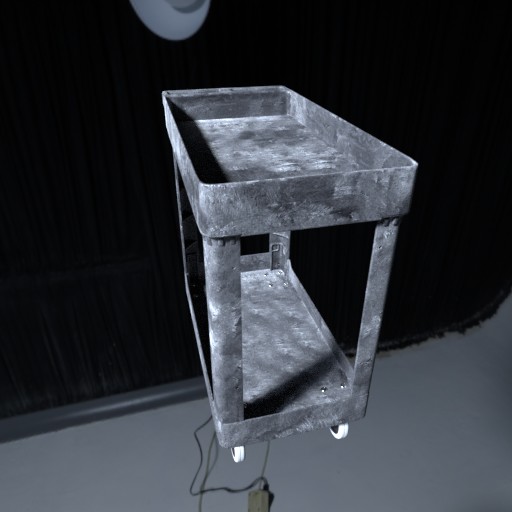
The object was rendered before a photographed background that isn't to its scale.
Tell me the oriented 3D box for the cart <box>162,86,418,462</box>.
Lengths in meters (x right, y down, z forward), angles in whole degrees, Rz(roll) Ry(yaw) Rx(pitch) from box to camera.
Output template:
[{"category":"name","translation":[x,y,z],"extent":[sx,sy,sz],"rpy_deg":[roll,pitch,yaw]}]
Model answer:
[{"category":"cart","translation":[0.000,0.000,1.345],"extent":[0.420,0.824,0.877],"rpy_deg":[-7,31,-12]}]
